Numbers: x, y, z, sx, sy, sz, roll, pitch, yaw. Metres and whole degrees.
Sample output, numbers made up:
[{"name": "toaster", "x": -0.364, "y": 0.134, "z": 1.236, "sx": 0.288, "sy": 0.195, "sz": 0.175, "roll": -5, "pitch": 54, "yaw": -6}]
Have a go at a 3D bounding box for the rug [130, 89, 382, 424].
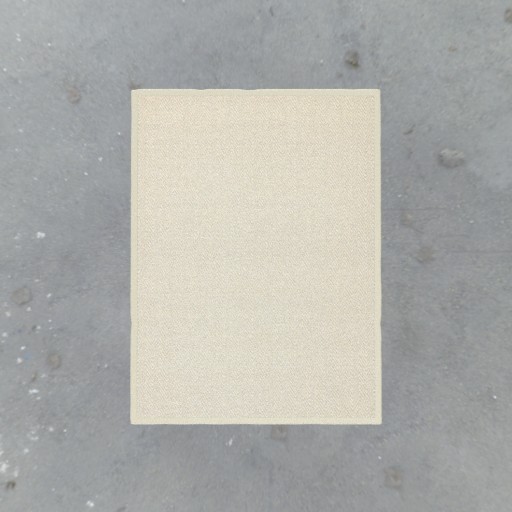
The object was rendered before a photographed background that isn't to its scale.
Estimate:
[{"name": "rug", "x": 0.000, "y": 0.000, "z": 4.838, "sx": 2.734, "sy": 0.037, "sz": 3.659, "roll": 0, "pitch": 89, "yaw": 0}]
